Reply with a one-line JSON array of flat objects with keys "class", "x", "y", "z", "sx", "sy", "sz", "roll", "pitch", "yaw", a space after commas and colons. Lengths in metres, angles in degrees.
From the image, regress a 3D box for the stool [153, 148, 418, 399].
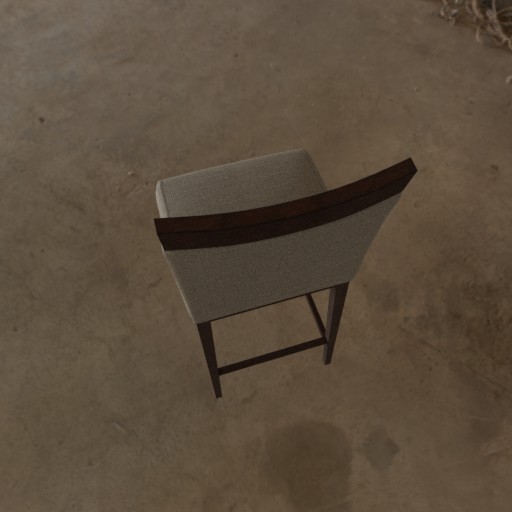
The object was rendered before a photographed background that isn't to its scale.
[{"class": "stool", "x": 0.000, "y": 0.000, "z": 1.399, "sx": 0.511, "sy": 1.117, "sz": 0.531, "roll": -15, "pitch": 59, "yaw": -9}]
